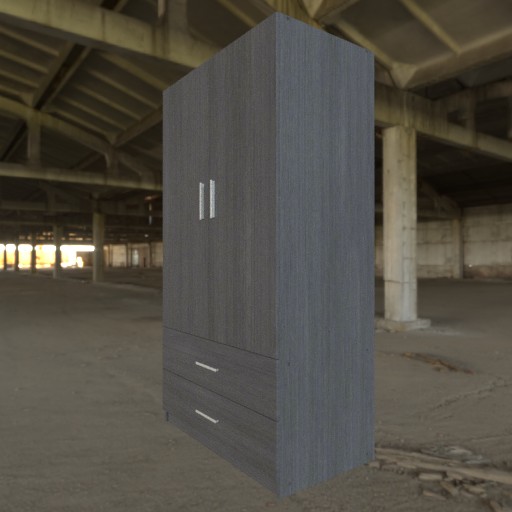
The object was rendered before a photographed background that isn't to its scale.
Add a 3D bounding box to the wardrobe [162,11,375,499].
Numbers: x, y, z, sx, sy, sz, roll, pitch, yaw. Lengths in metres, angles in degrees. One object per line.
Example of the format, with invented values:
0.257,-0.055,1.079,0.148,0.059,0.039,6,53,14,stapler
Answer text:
0.000,0.000,2.194,0.577,1.808,0.991,0,0,-37,wardrobe
